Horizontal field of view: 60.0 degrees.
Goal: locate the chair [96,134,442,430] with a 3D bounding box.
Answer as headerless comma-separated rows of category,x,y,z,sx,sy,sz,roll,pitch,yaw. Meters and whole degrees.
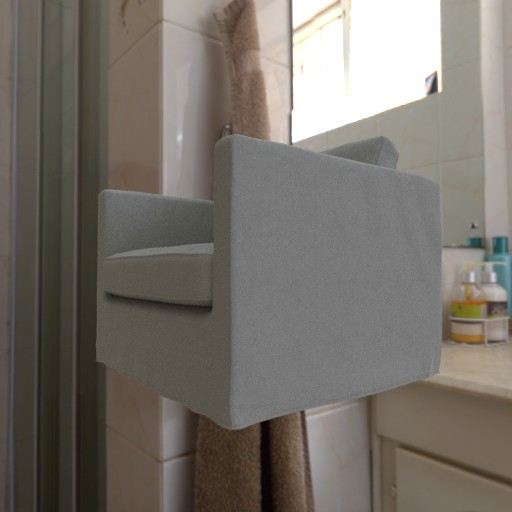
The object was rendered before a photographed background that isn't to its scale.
chair,0.000,0.000,1.734,0.949,0.863,1.057,1,-2,-37
